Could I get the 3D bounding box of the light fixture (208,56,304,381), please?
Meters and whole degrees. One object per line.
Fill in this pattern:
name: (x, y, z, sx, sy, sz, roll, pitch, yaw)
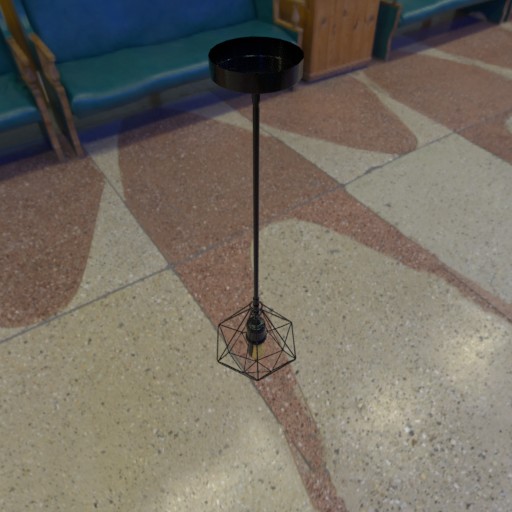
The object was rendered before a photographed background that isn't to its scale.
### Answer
light fixture: (0.000, 0.000, 1.987, 0.487, 1.764, 0.431, -24, 50, -22)
